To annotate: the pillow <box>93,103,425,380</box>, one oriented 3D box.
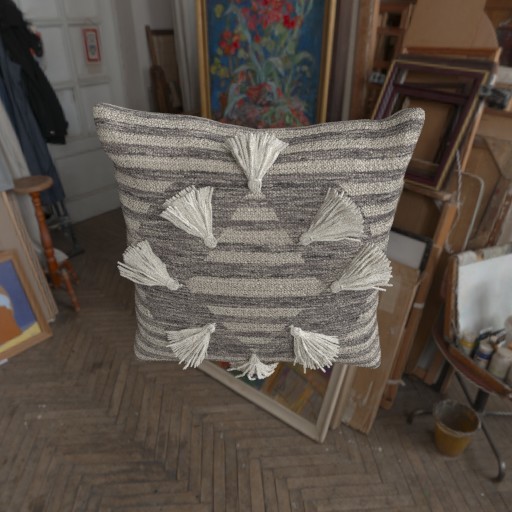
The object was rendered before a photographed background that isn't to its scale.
[{"bbox_3d":[0.000,0.000,0.749,0.484,0.490,0.234,1,30,2],"label":"pillow"}]
